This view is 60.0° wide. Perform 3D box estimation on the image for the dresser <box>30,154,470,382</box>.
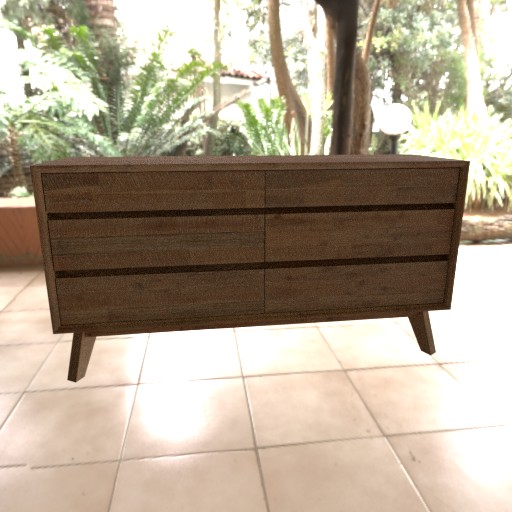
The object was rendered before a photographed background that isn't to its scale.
[{"bbox_3d":[0.000,0.000,1.876,1.554,0.805,0.455,-2,16,-8],"label":"dresser"}]
